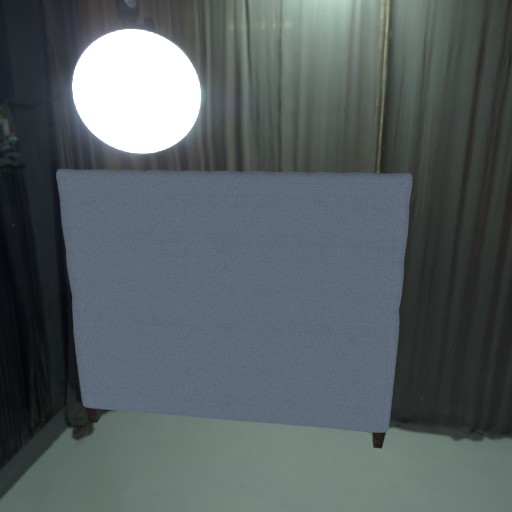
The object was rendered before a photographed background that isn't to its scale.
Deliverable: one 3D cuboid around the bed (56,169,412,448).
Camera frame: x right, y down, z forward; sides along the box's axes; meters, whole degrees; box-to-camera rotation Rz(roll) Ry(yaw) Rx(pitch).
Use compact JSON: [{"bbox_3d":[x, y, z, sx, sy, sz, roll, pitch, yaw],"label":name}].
[{"bbox_3d":[0.000,0.000,3.275,1.698,1.427,2.231,2,16,7],"label":"bed"}]
